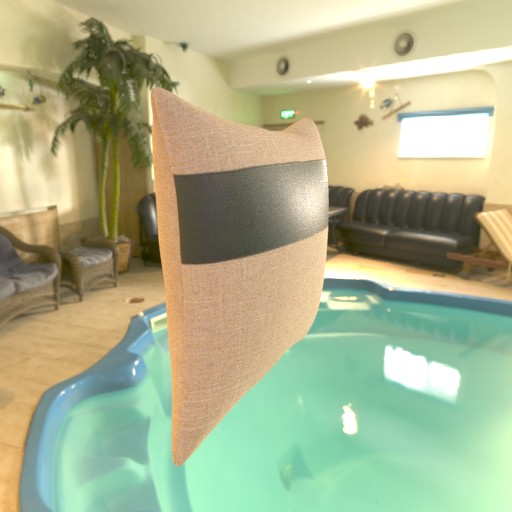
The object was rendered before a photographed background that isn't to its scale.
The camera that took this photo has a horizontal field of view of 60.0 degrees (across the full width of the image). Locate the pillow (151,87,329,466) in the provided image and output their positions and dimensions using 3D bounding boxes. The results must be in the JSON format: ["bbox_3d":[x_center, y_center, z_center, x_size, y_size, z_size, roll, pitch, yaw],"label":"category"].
[{"bbox_3d":[0.000,0.000,0.623,0.173,0.399,0.414,6,14,26],"label":"pillow"}]
